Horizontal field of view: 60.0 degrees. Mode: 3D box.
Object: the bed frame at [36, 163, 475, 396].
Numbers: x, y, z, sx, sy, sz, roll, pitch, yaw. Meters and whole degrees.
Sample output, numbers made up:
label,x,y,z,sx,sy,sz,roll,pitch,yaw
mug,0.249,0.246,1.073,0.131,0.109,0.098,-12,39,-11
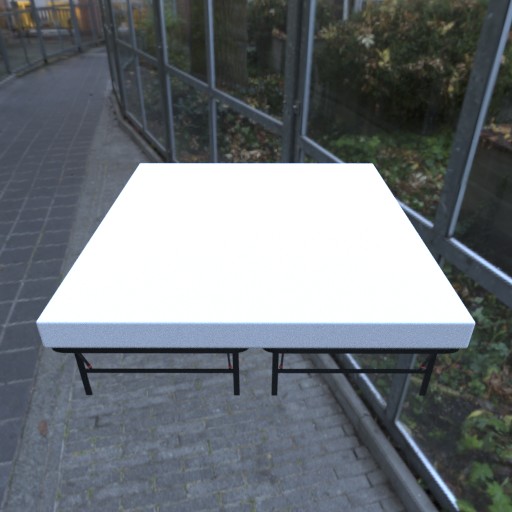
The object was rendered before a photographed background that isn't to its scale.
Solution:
label,x,y,z,sx,sy,sz,roll,pitch,yaw
bed frame,0.000,0.000,2.953,1.930,0.559,2.032,0,31,0
